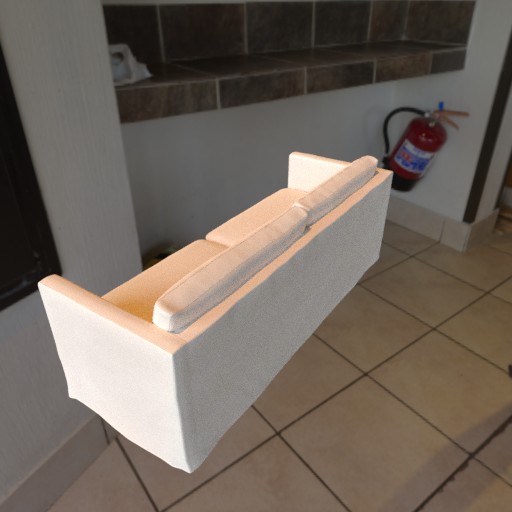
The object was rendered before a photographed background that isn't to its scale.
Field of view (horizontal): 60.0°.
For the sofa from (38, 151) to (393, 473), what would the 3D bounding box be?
[{"bbox_3d":[0.000,0.000,3.269,1.036,0.999,2.779,19,36,29],"label":"sofa"}]
